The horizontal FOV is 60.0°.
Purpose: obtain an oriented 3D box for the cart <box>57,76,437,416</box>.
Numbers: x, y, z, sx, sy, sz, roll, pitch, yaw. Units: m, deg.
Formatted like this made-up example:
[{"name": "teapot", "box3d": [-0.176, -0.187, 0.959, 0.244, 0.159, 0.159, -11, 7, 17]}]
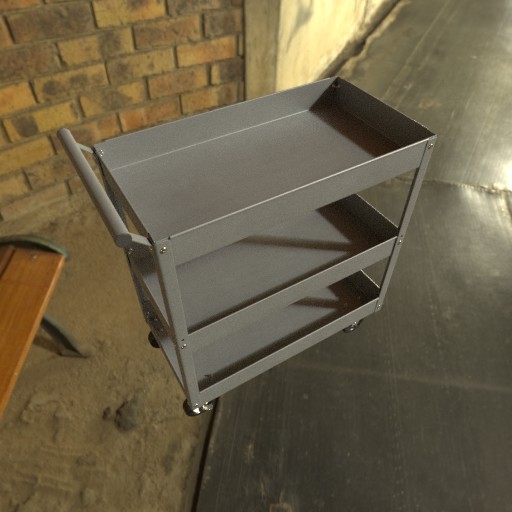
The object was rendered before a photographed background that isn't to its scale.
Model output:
[{"name": "cart", "box3d": [0.000, 0.000, 1.184, 0.719, 0.780, 0.366, -23, 50, -21]}]
